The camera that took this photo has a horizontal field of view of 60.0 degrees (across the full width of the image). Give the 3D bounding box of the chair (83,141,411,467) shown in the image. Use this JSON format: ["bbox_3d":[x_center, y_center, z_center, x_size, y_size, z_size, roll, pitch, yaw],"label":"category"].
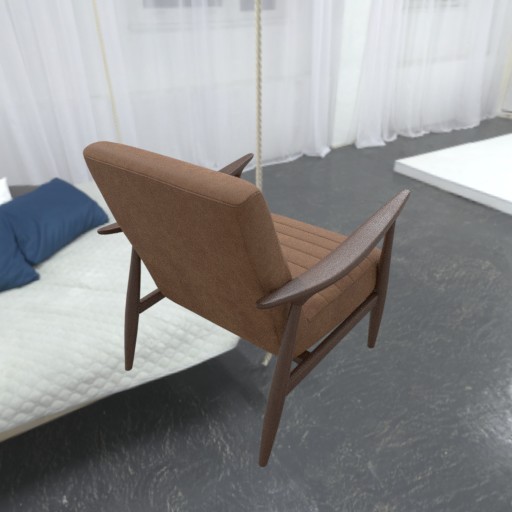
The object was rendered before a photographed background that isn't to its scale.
[{"bbox_3d":[0.000,0.000,1.469,0.741,0.832,0.798,21,36,32],"label":"chair"}]
